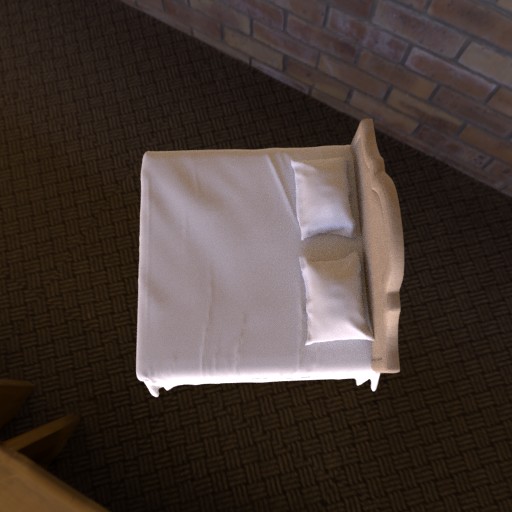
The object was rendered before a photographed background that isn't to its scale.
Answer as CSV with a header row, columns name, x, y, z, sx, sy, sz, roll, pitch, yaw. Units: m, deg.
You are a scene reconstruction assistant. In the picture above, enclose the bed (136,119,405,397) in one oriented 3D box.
name,x,y,z,sx,sy,sz,roll,pitch,yaw
bed,0.000,0.000,3.711,2.222,1.631,2.303,-2,76,0
